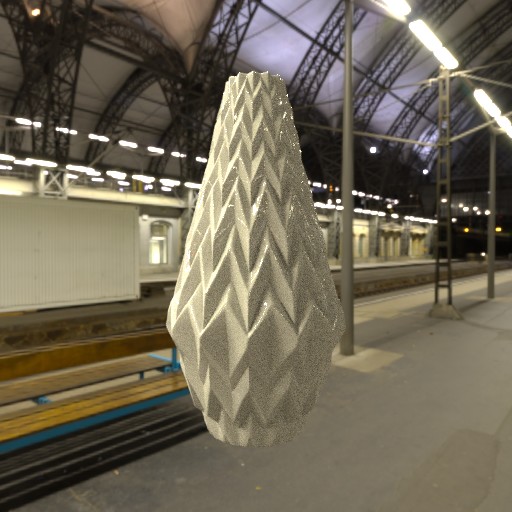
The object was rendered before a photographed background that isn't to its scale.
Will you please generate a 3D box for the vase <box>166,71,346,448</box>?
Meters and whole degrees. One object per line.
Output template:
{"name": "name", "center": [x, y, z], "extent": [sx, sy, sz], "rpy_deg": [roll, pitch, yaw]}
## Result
{"name": "vase", "center": [0.000, 0.000, 0.422], "extent": [0.167, 0.328, 0.167], "rpy_deg": [0, 1, 0]}
